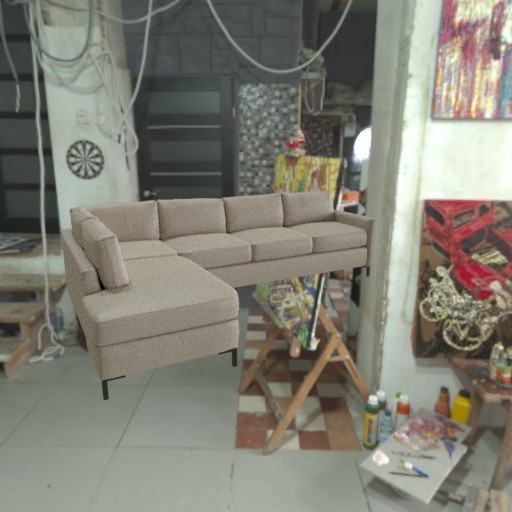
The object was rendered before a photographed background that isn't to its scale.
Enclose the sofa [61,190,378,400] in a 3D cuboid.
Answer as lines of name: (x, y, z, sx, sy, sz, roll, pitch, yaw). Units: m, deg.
sofa: (0.000, 0.000, 3.103, 2.423, 0.703, 1.617, -8, 16, -27)
